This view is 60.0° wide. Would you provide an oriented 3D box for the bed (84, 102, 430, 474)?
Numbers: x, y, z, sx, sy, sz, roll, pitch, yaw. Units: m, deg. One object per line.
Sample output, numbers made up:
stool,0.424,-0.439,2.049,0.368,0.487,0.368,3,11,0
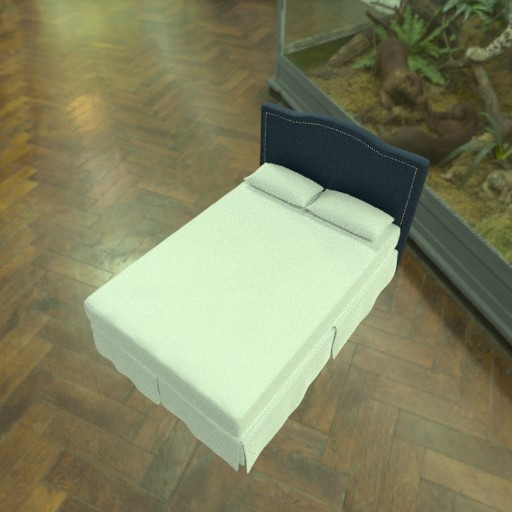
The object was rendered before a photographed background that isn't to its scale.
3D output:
bed,0.000,0.000,3.700,1.741,1.441,2.507,29,52,26
